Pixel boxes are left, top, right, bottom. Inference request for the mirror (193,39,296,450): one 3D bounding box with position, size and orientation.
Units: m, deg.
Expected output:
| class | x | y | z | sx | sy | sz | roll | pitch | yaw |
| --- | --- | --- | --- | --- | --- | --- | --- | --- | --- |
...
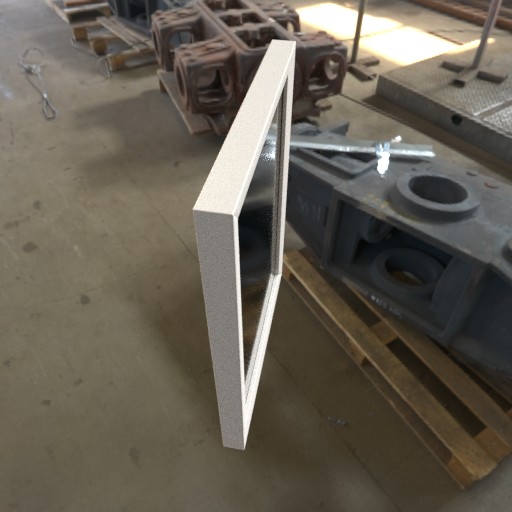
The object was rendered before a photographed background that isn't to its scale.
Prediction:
| class | x | y | z | sx | sy | sz | roll | pitch | yaw |
| --- | --- | --- | --- | --- | --- | --- | --- | --- | --- |
| mirror | 0.000 | 0.000 | 0.697 | 0.041 | 0.508 | 0.405 | 8 | 46 | 8 |
